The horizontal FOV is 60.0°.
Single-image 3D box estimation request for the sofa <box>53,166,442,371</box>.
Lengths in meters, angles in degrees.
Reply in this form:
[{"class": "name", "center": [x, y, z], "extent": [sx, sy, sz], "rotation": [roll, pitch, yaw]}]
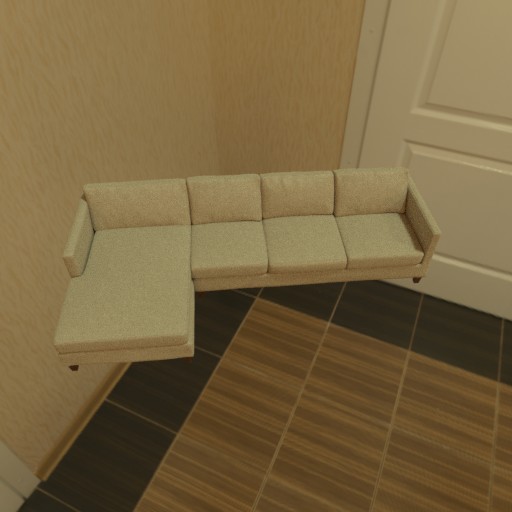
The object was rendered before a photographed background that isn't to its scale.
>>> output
[{"class": "sofa", "center": [0.000, 0.000, 3.925], "extent": [3.186, 0.846, 1.625], "rotation": [-3, 46, -3]}]
